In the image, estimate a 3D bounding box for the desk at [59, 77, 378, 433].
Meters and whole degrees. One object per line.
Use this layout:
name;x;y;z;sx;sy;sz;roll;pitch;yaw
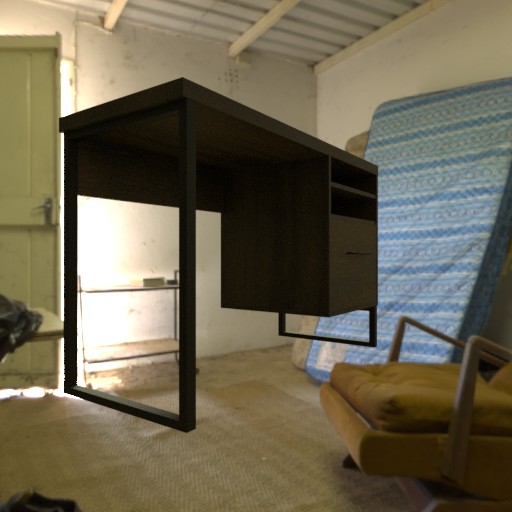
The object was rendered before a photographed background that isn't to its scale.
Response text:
desk;0.000;0.000;1.519;0.511;0.752;1.134;0;0;36
